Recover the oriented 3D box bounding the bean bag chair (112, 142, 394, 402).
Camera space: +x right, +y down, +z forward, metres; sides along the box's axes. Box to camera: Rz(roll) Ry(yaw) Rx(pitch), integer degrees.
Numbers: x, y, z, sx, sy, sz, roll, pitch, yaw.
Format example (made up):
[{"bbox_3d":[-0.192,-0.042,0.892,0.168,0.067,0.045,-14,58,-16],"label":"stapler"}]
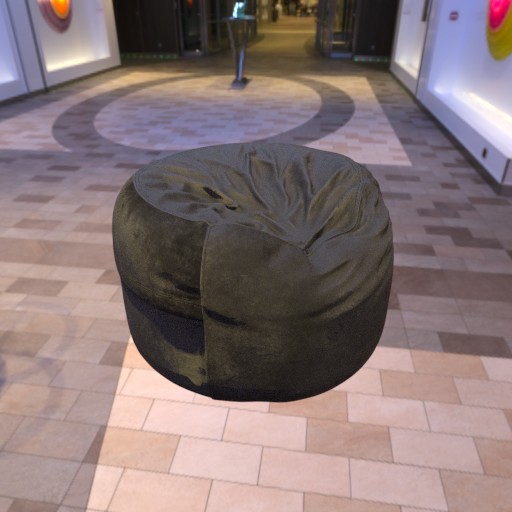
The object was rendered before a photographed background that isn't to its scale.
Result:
[{"bbox_3d":[0.000,0.000,1.523,0.918,0.605,0.918,0,30,0],"label":"bean bag chair"}]
